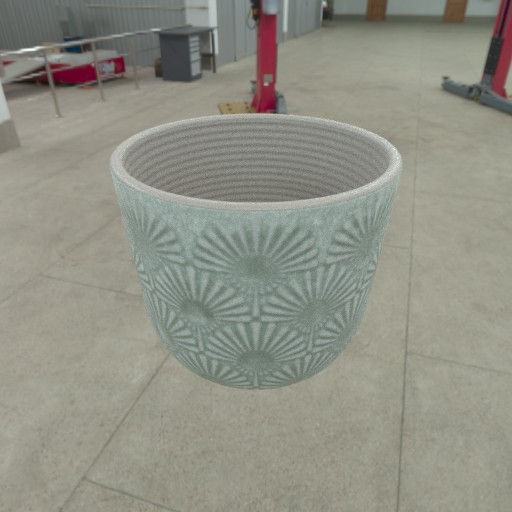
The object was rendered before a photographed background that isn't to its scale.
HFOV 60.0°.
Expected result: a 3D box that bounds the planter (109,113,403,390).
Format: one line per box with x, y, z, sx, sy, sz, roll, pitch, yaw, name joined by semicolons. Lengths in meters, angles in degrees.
0.000;0.000;0.304;0.170;0.152;0.170;0;31;0;planter
